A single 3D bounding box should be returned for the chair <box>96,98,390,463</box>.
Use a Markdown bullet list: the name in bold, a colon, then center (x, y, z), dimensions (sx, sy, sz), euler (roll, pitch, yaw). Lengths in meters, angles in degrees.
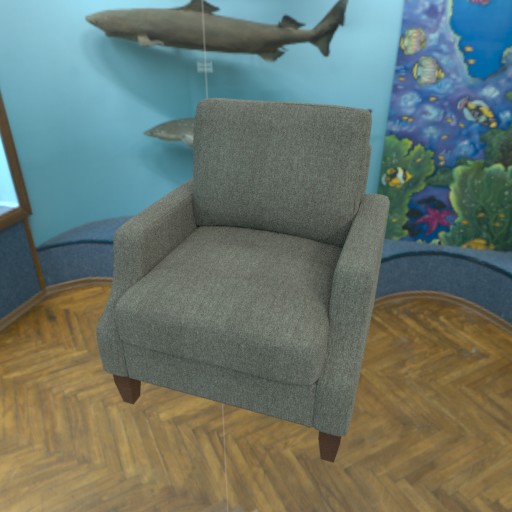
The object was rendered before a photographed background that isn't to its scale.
- **chair**: center (0.000, 0.000, 1.610), dimensions (0.855, 0.993, 0.897), euler (9, 30, 17)
